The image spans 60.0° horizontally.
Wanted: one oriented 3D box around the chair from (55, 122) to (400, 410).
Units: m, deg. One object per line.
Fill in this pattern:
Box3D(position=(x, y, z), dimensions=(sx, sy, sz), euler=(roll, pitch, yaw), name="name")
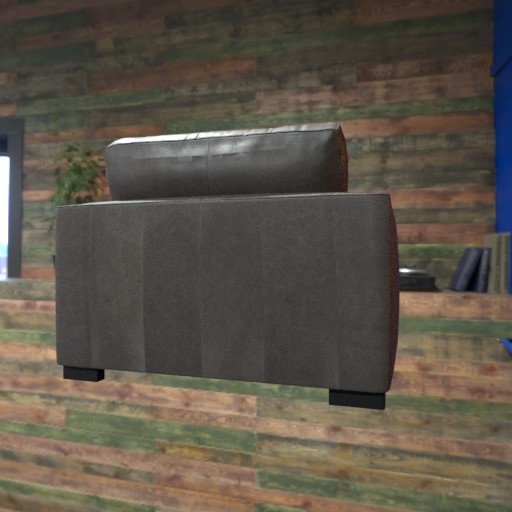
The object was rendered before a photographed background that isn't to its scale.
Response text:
Box3D(position=(0.000, 0.000, 1.799), dimensions=(1.106, 0.807, 1.080), euler=(0, 0, 17), name="chair")
